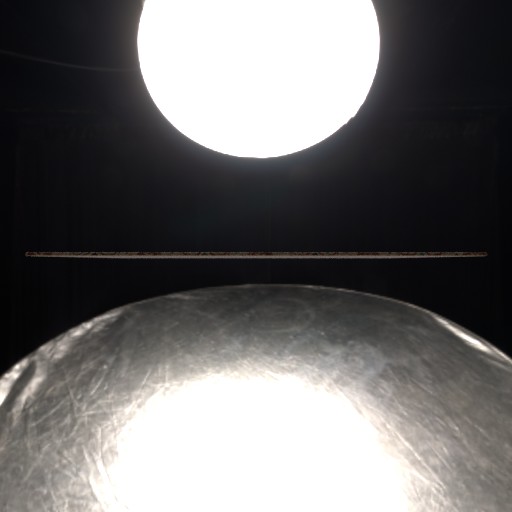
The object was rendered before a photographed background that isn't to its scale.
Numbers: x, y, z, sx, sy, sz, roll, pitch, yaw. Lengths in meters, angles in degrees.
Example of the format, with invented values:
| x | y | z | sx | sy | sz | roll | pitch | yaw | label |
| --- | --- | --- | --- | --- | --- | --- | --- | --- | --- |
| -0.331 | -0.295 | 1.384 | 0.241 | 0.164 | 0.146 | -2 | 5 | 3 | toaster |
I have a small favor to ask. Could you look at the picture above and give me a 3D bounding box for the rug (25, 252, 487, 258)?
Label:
| x | y | z | sx | sy | sz | roll | pitch | yaw | label |
| --- | --- | --- | --- | --- | --- | --- | --- | --- | --- |
| 0.000 | 0.000 | 2.964 | 2.297 | 0.018 | 1.541 | 0 | -1 | -1 | rug |
